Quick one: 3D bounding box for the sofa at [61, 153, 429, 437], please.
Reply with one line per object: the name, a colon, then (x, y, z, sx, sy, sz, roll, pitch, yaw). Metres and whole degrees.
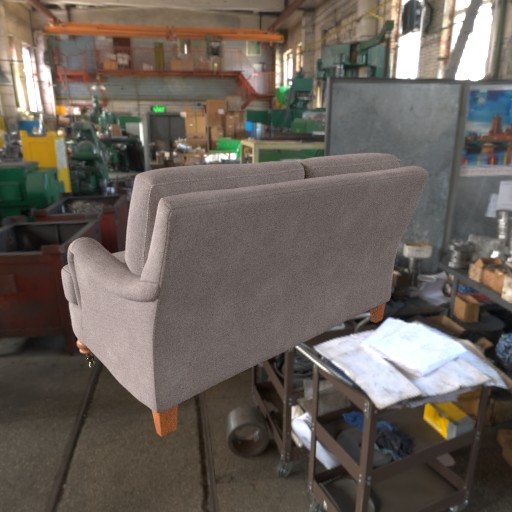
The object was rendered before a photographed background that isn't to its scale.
sofa: (0.000, 0.000, 2.496, 1.853, 1.101, 1.084, -15, 22, -41)
